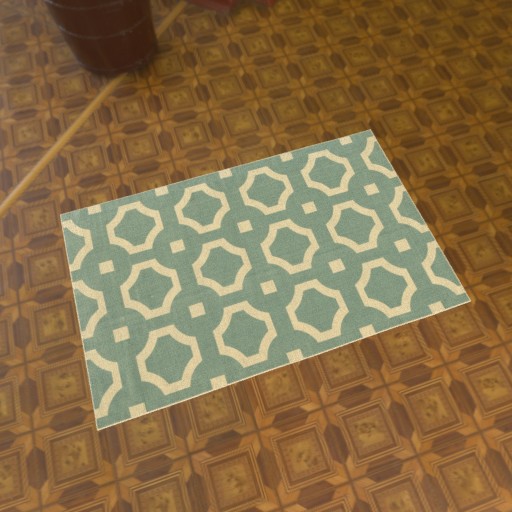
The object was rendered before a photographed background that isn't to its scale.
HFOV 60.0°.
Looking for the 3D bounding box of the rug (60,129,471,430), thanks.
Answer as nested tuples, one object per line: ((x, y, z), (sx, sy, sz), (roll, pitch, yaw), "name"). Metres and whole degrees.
((0.000, 0.000, 3.029), (2.443, 0.015, 1.528), (-17, 65, -8), "rug")
